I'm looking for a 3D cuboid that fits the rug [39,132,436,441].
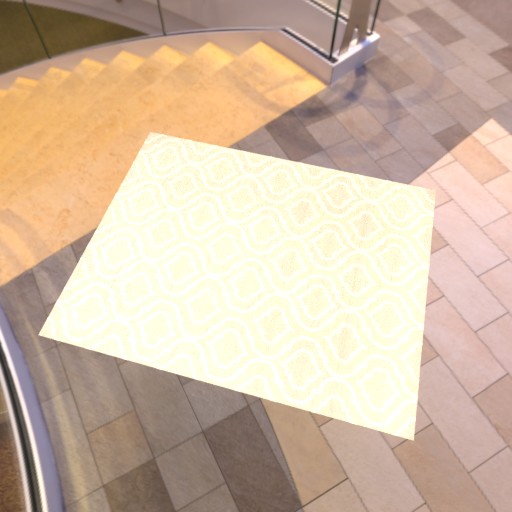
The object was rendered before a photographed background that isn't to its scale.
[{"bbox_3d":[0.000,0.000,3.822,2.892,0.006,2.283,13,60,8],"label":"rug"}]
